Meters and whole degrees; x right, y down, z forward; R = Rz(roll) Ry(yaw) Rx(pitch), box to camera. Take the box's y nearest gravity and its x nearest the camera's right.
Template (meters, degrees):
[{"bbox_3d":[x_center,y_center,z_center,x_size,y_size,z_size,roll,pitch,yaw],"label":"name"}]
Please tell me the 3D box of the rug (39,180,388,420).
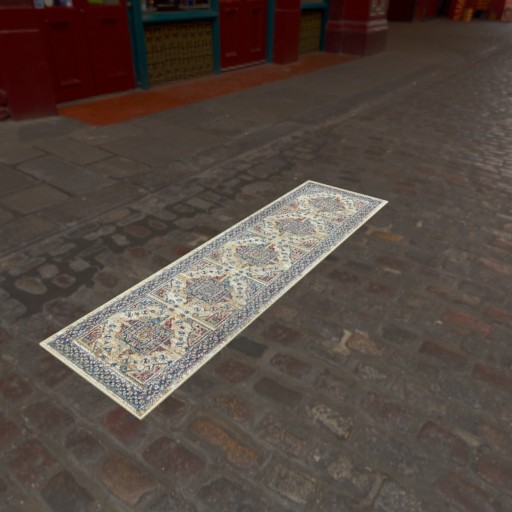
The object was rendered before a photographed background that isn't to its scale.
[{"bbox_3d":[0.000,0.000,2.554,0.661,0.013,2.297,21,38,30],"label":"rug"}]
